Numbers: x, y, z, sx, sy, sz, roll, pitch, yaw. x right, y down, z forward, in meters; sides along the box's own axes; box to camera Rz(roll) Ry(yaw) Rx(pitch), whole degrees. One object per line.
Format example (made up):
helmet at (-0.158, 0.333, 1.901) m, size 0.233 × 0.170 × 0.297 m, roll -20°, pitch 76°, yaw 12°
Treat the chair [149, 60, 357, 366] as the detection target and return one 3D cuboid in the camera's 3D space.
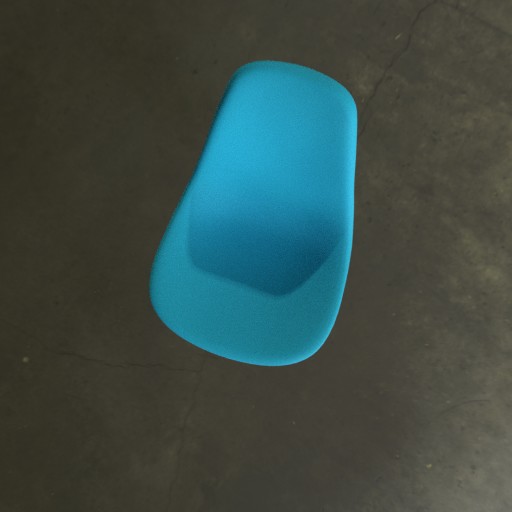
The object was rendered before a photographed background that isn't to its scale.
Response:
chair at (0.000, 0.000, 1.147) m, size 0.470 × 0.826 × 0.533 m, roll 18°, pitch 76°, yaw 4°
